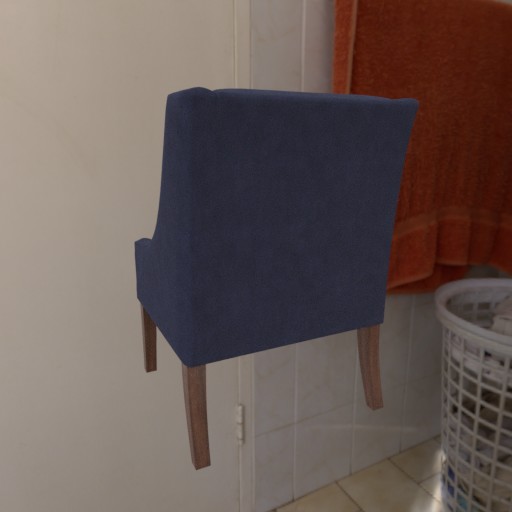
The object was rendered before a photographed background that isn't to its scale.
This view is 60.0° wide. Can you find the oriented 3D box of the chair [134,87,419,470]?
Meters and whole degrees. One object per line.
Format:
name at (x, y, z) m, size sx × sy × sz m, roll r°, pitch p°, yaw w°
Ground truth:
chair at (0.000, 0.000, 1.347) m, size 0.629 × 0.895 × 0.629 m, roll -7°, pitch 16°, yaw -25°
